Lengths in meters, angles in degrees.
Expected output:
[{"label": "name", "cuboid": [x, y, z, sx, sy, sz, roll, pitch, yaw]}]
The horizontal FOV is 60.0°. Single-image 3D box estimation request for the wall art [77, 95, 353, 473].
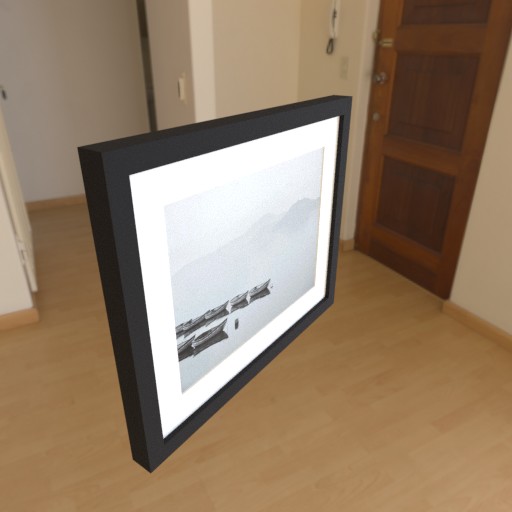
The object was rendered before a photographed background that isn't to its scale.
[{"label": "wall art", "cuboid": [0.000, 0.000, 0.527, 0.028, 0.325, 0.397, 18, 32, 32]}]
